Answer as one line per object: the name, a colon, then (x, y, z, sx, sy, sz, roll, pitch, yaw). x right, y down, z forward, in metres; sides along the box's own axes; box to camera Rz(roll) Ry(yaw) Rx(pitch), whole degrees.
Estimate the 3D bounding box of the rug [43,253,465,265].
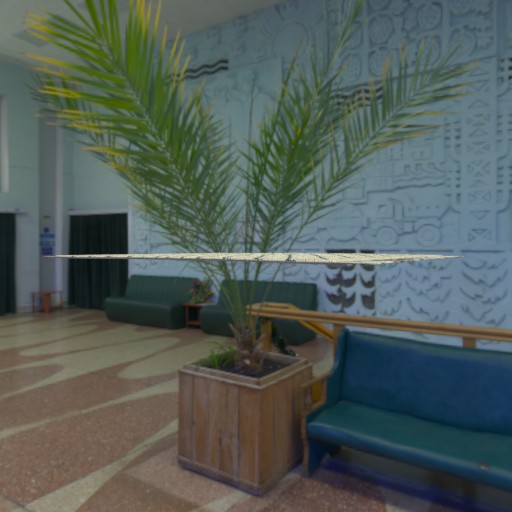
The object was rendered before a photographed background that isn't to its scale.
rug: (0.000, 0.000, 4.170, 3.213, 0.030, 2.388, 1, 1, 35)
